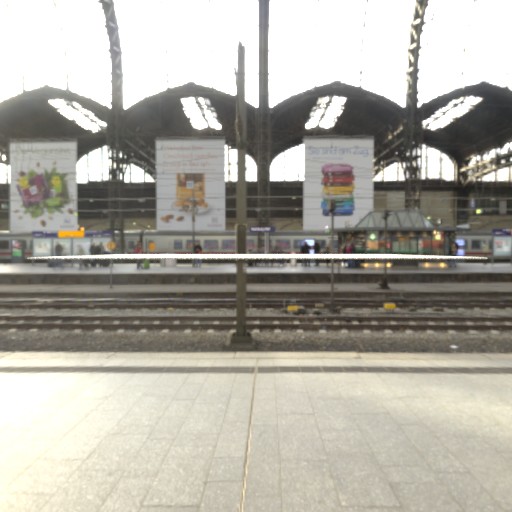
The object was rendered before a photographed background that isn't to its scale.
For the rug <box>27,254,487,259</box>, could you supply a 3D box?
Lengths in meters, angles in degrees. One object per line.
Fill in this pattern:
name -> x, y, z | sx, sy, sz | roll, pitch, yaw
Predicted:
rug -> 0.000, 0.000, 2.344 | 1.815, 0.007, 1.226 | 0, 1, -1
